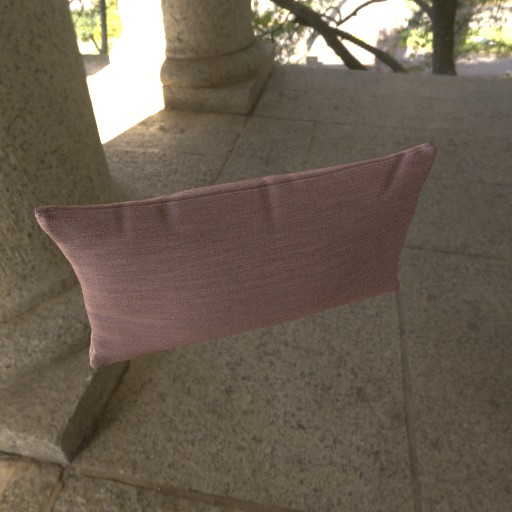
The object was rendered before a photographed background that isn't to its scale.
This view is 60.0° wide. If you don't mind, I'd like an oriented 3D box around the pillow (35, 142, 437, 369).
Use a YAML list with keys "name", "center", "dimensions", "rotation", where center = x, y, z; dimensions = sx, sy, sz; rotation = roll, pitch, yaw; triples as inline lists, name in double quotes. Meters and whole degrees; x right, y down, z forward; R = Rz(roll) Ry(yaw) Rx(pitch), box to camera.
- name: "pillow"
  center: [0.000, 0.000, 0.776]
  dimensions: [0.633, 0.338, 0.210]
  rotation: [-12, 42, -14]
